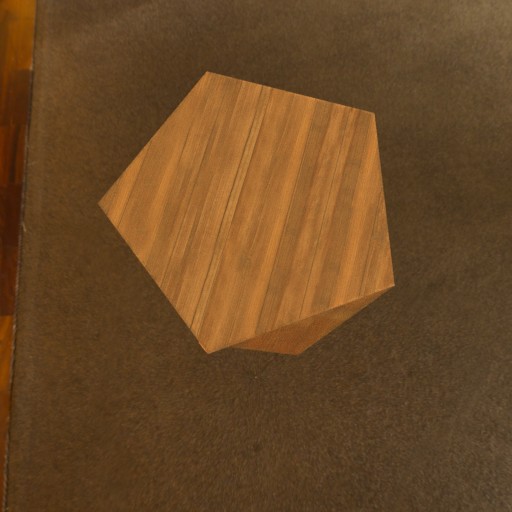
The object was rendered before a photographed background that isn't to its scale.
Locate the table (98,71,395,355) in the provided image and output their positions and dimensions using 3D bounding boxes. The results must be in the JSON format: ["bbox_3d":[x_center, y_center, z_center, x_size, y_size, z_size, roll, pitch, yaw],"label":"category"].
[{"bbox_3d":[0.000,0.000,0.909,0.441,0.604,0.425,35,78,9],"label":"table"}]
